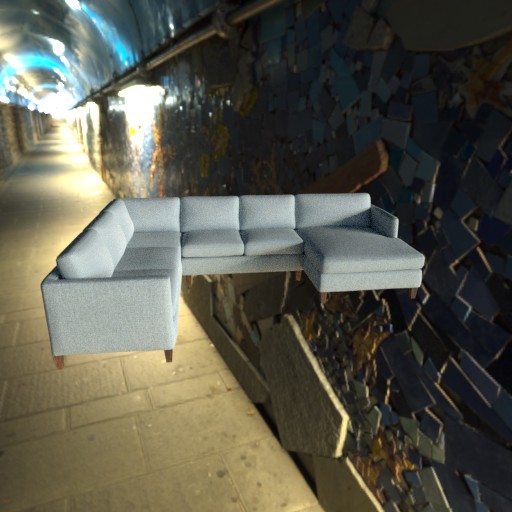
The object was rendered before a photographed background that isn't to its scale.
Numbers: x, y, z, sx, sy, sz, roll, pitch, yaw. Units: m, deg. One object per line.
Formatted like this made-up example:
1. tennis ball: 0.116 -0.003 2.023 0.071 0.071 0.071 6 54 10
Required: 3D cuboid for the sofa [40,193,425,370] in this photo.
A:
1. sofa: 0.000 0.000 4.543 3.403 0.889 2.551 -2 18 -7
